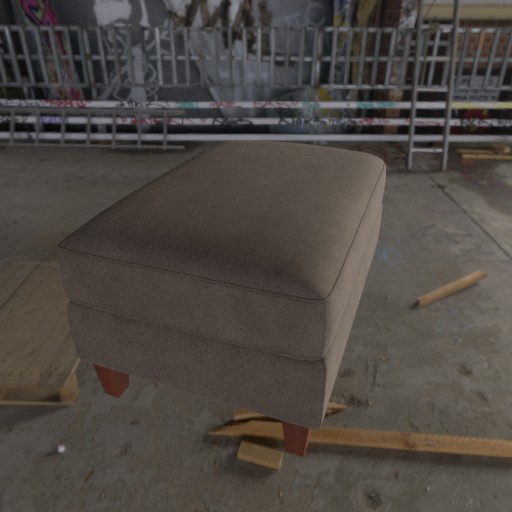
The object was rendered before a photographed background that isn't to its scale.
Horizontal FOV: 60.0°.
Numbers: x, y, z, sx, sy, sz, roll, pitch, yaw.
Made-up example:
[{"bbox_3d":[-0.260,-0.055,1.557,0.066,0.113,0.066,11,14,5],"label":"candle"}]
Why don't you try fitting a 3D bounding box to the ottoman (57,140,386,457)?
[{"bbox_3d":[0.000,0.000,1.220,0.584,0.483,0.864,10,31,18],"label":"ottoman"}]
